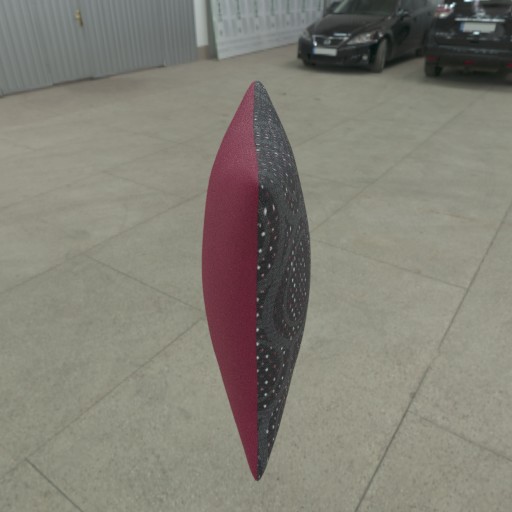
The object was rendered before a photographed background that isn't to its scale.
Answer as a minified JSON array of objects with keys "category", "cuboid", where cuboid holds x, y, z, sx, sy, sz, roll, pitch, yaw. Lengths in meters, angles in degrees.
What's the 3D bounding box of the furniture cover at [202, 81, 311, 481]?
[{"category":"furniture cover","cuboid":[0.000,0.000,0.806,0.193,0.509,0.552,0,32,0]}]
